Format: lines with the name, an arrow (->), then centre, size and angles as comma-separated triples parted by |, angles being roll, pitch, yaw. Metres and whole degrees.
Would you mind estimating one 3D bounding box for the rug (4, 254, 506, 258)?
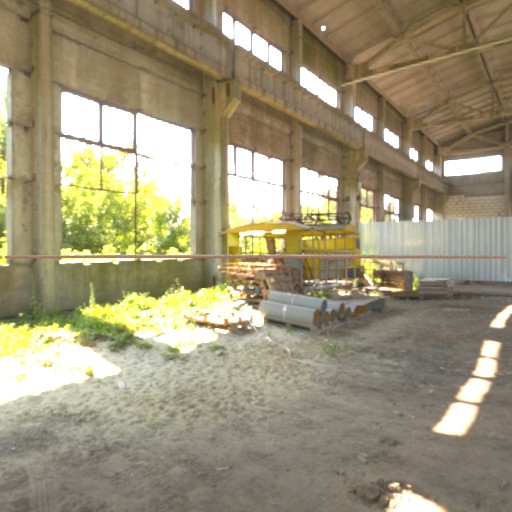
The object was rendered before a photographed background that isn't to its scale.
rug -> 0.000, 0.000, 2.906 | 2.438, 0.014, 1.523 | 0, 0, 0
